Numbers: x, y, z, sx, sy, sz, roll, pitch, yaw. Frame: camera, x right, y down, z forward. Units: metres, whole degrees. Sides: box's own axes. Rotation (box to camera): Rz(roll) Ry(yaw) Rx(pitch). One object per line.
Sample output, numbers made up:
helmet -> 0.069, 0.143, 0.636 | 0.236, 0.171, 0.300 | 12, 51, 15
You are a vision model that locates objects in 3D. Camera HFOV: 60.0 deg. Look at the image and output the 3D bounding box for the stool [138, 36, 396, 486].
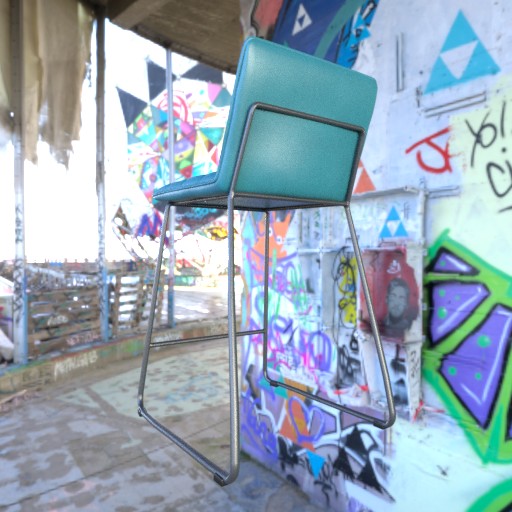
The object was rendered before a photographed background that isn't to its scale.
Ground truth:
stool -> 0.000, 0.000, 1.161 | 0.489, 0.866, 0.524 | 0, 0, -35
